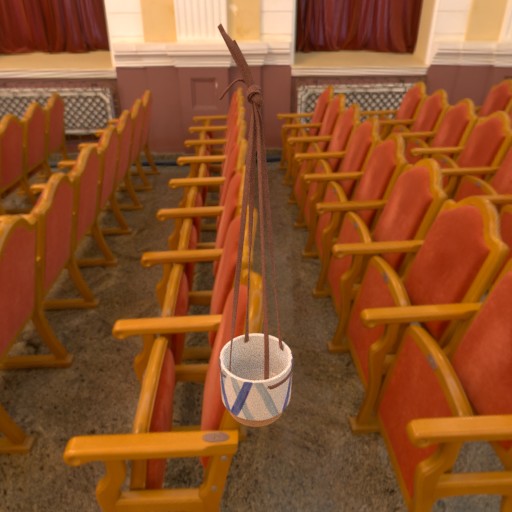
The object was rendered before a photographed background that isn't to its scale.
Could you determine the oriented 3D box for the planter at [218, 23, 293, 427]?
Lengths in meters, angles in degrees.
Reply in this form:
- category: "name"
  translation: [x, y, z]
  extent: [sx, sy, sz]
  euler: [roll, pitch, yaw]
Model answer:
- category: "planter"
  translation: [0.000, 0.000, 0.811]
  extent: [0.157, 0.753, 0.153]
  euler: [-1, 28, -2]
